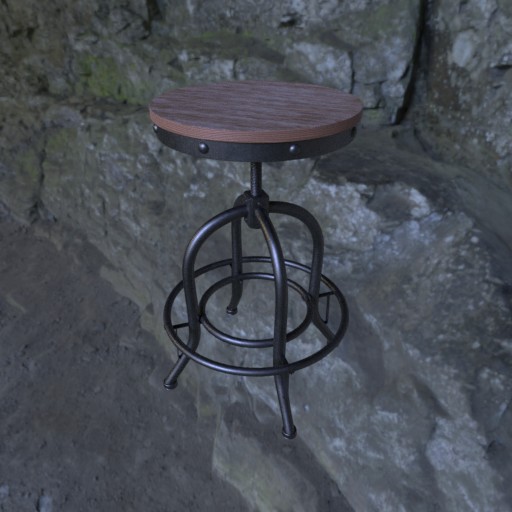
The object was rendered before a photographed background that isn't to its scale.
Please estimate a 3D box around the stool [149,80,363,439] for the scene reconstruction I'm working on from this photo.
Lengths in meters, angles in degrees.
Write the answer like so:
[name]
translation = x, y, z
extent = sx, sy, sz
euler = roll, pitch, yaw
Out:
[stool]
translation = 0.000, 0.000, 0.898
extent = 0.439, 0.609, 0.439
euler = -10, 33, -16
